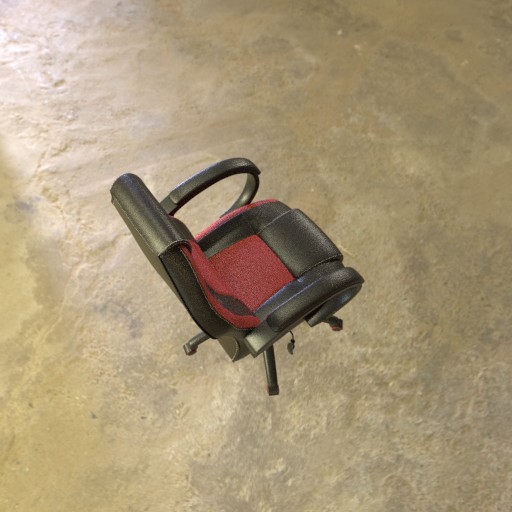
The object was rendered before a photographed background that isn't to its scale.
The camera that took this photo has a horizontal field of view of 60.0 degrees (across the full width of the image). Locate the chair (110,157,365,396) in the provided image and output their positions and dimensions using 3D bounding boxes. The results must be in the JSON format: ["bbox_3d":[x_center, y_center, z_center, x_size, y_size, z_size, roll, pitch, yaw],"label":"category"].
[{"bbox_3d":[0.000,0.000,1.704,0.783,1.189,0.750,-32,64,-17],"label":"chair"}]
